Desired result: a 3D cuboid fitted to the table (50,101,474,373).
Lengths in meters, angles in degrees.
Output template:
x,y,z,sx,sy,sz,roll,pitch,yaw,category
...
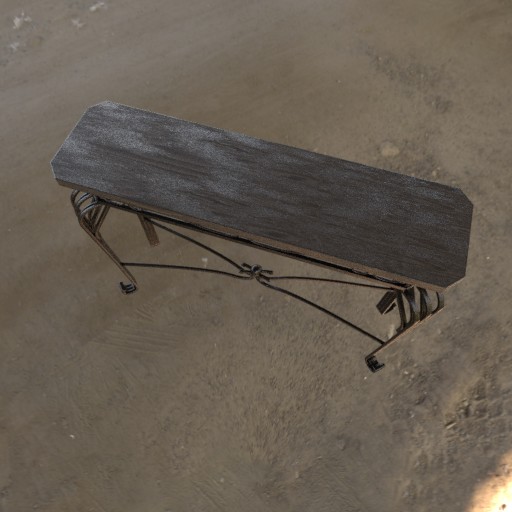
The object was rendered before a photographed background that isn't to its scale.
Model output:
x,y,z,sx,sy,sz,roll,pitch,yaw,category
0.000,0.000,1.490,1.112,0.800,0.329,16,63,8,table
